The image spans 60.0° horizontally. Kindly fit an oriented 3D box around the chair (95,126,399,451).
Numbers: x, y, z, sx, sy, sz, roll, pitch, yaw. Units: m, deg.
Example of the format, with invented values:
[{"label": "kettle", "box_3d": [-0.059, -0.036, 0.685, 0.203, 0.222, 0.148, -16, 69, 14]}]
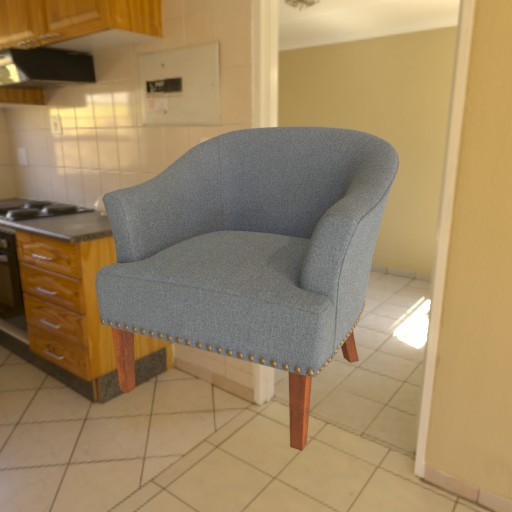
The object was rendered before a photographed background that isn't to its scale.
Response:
[{"label": "chair", "box_3d": [0.000, 0.000, 1.423, 0.798, 0.815, 0.704, 7, 16, 26]}]
